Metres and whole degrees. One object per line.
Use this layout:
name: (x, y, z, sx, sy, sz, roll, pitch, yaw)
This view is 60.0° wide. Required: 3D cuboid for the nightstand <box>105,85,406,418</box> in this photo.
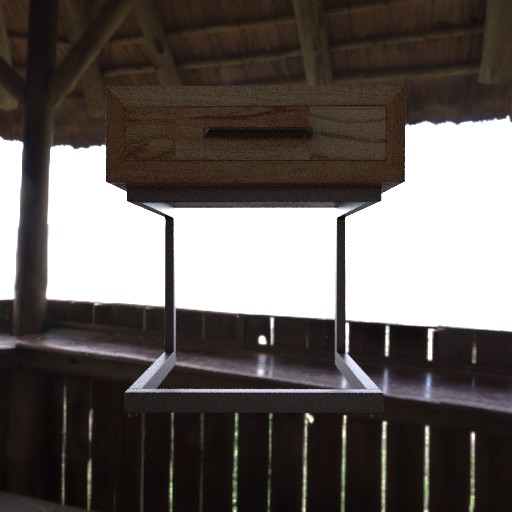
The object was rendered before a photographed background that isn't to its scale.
nightstand: (0.000, 0.000, 1.024, 0.558, 0.632, 0.481, 0, 0, 0)
